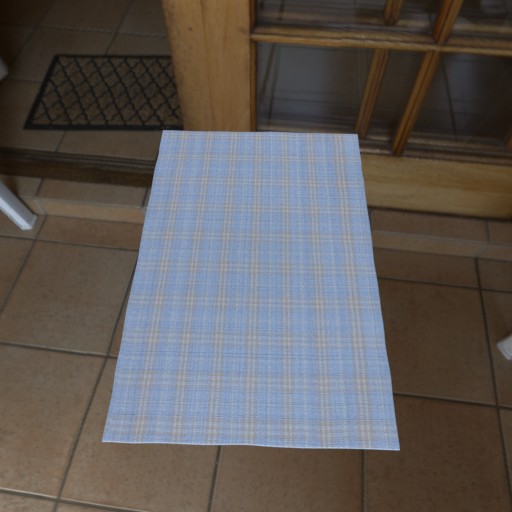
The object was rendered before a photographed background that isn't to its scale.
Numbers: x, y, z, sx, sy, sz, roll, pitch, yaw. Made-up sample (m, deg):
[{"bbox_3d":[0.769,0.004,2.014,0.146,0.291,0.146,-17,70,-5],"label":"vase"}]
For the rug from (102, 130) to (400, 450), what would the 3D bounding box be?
[{"bbox_3d":[0.000,0.000,2.296,1.231,0.012,1.835,1,58,1],"label":"rug"}]
